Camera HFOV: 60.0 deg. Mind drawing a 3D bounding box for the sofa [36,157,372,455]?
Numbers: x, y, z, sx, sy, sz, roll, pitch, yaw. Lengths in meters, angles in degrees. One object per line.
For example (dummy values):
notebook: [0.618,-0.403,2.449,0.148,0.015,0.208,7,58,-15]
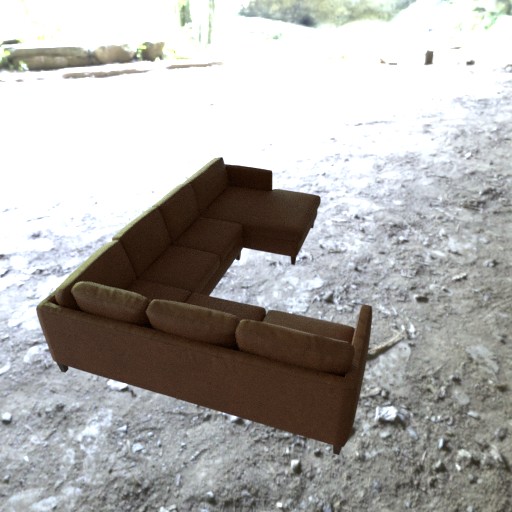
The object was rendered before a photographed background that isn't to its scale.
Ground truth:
sofa: [0.000,0.000,4.675,2.593,0.923,3.460,11,34,16]
